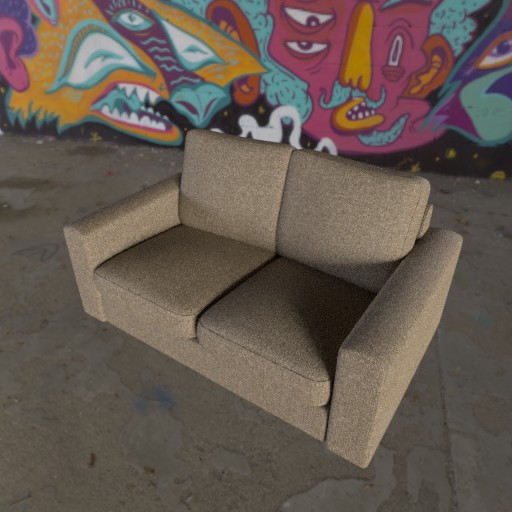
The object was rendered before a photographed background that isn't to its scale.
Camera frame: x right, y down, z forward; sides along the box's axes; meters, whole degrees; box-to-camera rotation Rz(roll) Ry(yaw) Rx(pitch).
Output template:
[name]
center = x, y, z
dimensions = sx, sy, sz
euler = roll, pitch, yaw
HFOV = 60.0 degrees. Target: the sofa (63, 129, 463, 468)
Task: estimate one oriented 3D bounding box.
[sofa]
center = 0.000, 0.000, 2.117
dimensions = 1.616, 0.873, 1.016
euler = 20, 38, 28
